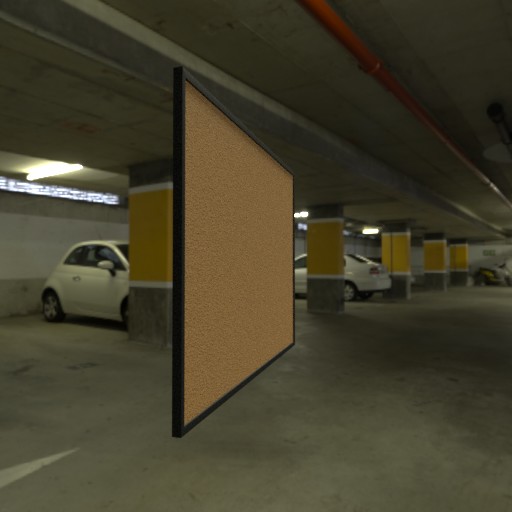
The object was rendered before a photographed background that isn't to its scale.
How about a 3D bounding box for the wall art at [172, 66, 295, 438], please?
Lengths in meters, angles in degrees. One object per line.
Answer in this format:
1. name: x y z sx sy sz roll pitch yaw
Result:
1. wall art: 0.000 0.000 0.866 0.013 0.458 0.664 0 -1 17
